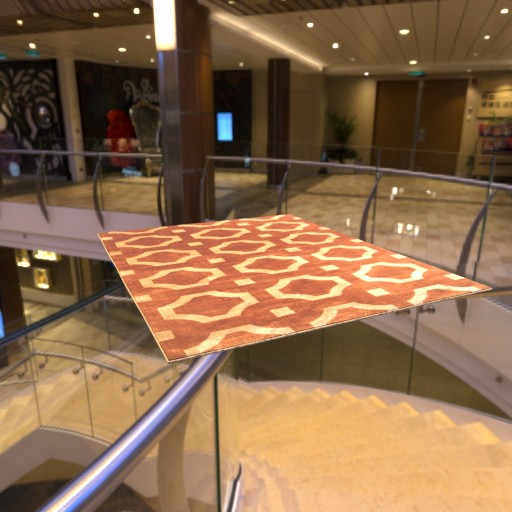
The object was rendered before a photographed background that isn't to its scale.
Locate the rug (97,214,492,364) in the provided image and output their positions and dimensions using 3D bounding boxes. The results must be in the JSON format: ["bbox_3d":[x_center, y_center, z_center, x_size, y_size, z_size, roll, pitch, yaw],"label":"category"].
[{"bbox_3d":[0.000,0.000,4.118,2.466,0.021,3.049,-8,19,-24],"label":"rug"}]
